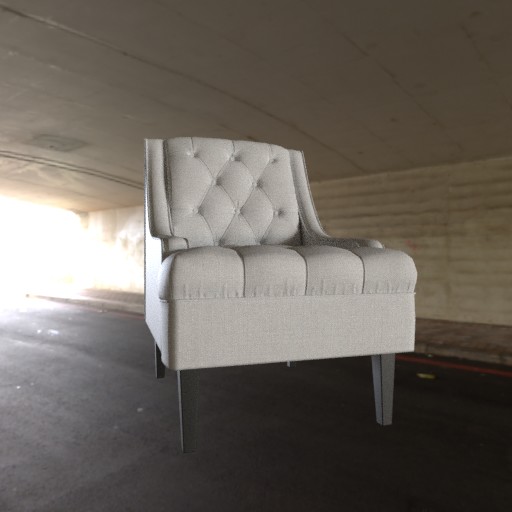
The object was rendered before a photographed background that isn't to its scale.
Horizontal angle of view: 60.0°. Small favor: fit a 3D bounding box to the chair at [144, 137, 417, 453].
[{"bbox_3d":[0.000,0.000,1.386,0.658,0.891,0.772,0,0,-18],"label":"chair"}]
